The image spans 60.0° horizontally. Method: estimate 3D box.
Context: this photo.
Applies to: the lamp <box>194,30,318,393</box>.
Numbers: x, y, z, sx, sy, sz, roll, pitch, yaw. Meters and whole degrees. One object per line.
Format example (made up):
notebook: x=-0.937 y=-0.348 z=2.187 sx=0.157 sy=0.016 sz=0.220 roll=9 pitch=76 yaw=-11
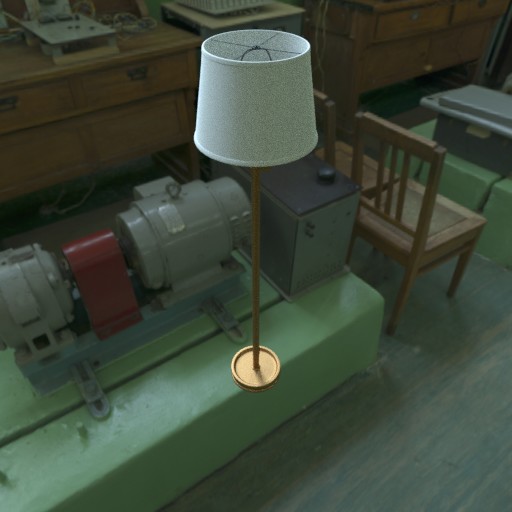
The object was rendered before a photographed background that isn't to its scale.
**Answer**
lamp: x=0.000 y=0.000 z=0.794 sx=0.178 sy=0.710 sz=0.178 roll=0 pitch=41 yaw=0
